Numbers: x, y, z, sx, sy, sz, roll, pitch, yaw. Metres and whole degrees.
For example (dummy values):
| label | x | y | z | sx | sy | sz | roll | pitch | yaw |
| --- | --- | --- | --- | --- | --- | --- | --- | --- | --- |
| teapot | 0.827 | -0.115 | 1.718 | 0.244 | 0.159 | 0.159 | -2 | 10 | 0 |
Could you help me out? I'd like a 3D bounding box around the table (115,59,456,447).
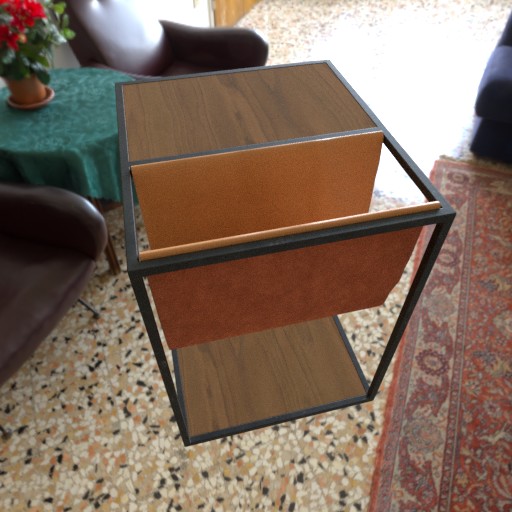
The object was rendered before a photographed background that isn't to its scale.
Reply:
| label | x | y | z | sx | sy | sz | roll | pitch | yaw |
| --- | --- | --- | --- | --- | --- | --- | --- | --- | --- |
| table | 0.000 | 0.000 | 0.855 | 0.399 | 0.536 | 0.450 | -10 | 48 | -9 |
